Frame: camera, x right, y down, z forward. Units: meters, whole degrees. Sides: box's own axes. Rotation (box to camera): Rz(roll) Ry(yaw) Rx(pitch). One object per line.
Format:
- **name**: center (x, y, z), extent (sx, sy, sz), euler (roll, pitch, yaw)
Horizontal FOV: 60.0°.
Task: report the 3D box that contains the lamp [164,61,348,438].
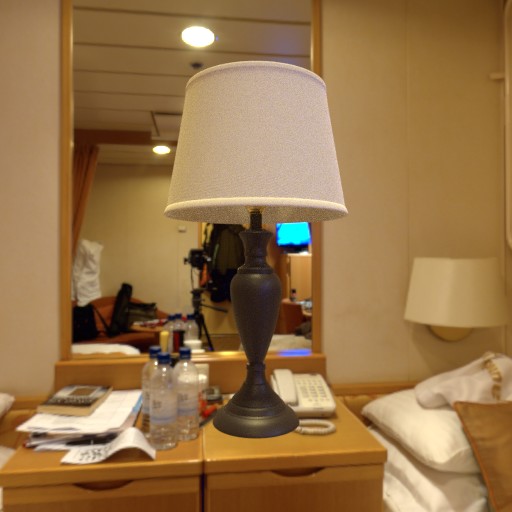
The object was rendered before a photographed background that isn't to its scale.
- **lamp**: center (0.000, 0.000, 0.821), extent (0.335, 0.611, 0.335), euler (0, -1, 0)
